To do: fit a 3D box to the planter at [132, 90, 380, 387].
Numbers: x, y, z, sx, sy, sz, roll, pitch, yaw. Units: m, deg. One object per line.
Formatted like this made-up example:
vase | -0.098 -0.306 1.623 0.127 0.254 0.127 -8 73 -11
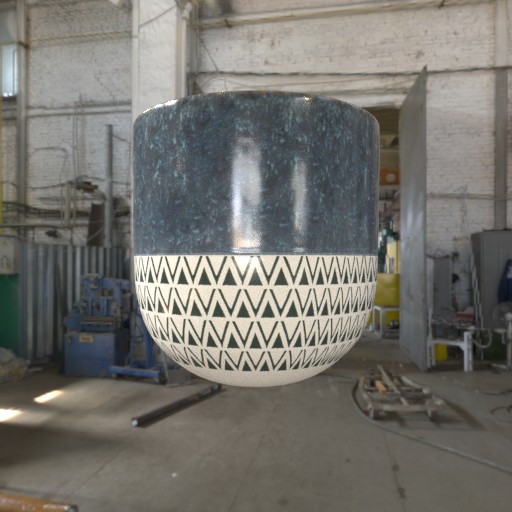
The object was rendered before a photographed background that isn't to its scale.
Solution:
planter | 0.000 0.000 0.494 0.266 0.270 0.266 0 -1 0
